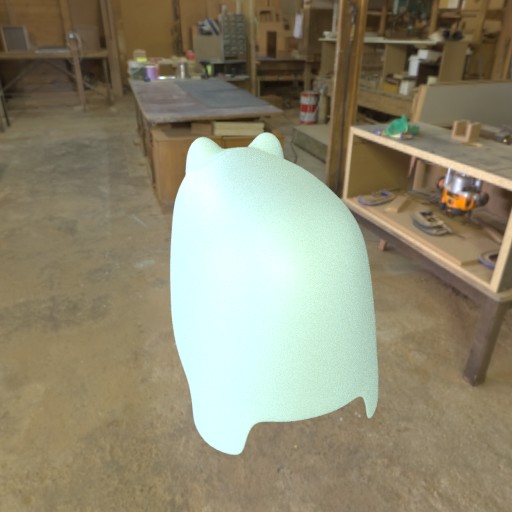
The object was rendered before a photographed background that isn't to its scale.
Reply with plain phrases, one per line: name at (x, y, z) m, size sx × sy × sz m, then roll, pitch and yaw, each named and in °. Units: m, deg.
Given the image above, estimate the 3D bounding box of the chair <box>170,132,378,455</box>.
chair at (0.000, 0.000, 0.896) m, size 0.364 × 0.423 × 0.619 m, roll -9°, pitch 29°, yaw -16°
